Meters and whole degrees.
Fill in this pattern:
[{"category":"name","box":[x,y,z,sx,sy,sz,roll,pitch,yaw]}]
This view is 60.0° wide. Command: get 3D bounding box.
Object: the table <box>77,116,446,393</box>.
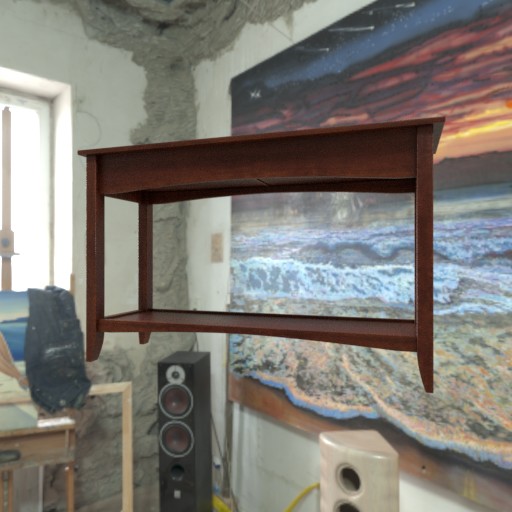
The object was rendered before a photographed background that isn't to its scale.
[{"category":"table","box":[0.000,0.000,1.543,1.188,0.739,0.392,0,0,19]}]
